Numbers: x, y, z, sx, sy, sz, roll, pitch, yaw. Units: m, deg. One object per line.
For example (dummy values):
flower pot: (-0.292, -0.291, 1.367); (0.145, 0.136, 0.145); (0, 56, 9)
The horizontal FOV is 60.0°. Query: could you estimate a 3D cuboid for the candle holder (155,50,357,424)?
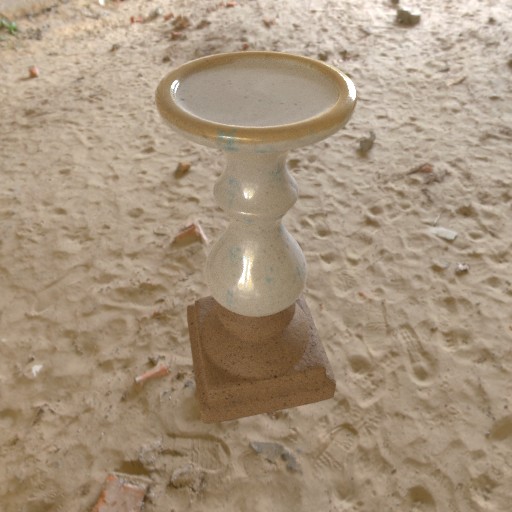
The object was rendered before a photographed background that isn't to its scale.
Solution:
candle holder: (0.000, 0.000, 0.306); (0.110, 0.239, 0.110); (-9, 45, -9)
